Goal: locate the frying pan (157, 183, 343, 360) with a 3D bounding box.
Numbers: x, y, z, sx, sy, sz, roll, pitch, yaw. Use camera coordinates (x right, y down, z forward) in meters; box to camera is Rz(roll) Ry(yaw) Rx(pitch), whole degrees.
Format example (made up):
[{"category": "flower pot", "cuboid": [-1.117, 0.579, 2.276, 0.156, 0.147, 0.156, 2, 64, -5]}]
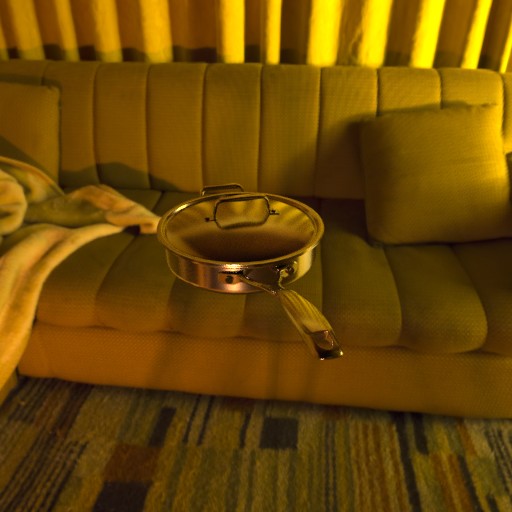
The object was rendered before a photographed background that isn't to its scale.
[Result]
[{"category": "frying pan", "cuboid": [0.000, 0.000, 0.668, 0.280, 0.114, 0.561, -7, 31, -13]}]
